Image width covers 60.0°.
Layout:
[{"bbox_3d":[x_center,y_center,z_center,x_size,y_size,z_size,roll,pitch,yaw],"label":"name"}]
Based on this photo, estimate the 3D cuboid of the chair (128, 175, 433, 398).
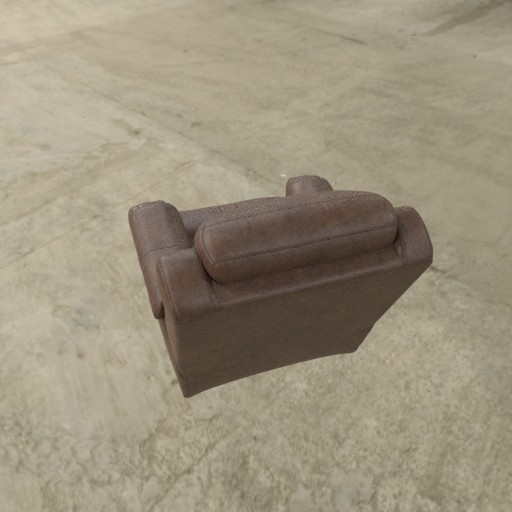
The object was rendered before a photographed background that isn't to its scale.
[{"bbox_3d":[0.000,0.000,1.792,0.940,0.990,1.067,-12,43,-13],"label":"chair"}]
